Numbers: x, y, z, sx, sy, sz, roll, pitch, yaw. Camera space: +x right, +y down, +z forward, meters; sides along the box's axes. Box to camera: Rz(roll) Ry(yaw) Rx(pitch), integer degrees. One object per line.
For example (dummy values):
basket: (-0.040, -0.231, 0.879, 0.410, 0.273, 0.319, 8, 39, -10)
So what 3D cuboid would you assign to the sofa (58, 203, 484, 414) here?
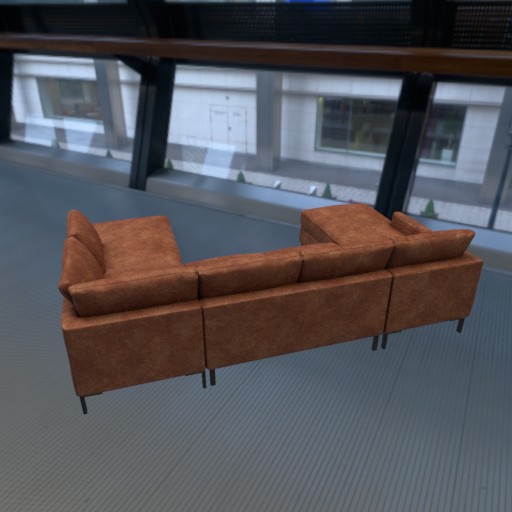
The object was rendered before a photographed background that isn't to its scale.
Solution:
sofa: (0.000, 0.000, 3.788, 2.956, 0.900, 1.939, -8, 28, -15)
